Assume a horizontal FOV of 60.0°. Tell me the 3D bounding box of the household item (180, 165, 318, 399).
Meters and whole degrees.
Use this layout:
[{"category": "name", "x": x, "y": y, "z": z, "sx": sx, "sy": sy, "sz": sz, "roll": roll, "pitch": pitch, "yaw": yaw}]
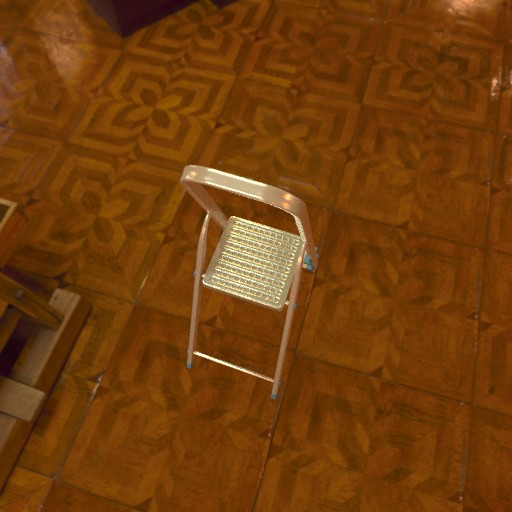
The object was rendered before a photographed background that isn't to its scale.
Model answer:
[{"category": "household item", "x": 0.000, "y": 0.000, "z": 1.540, "sx": 0.420, "sy": 1.215, "sz": 0.687, "roll": 17, "pitch": 65, "yaw": 8}]
